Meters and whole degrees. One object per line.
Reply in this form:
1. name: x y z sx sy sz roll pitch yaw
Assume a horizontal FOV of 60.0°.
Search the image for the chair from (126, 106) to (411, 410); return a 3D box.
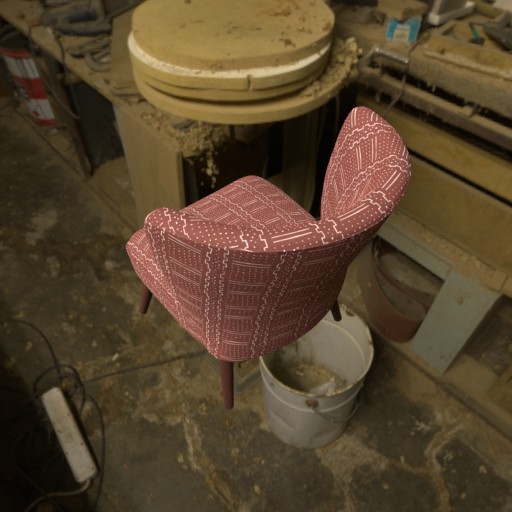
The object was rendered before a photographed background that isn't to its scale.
1. chair: 0.000 0.000 1.395 0.706 0.866 0.758 -32 55 -26
